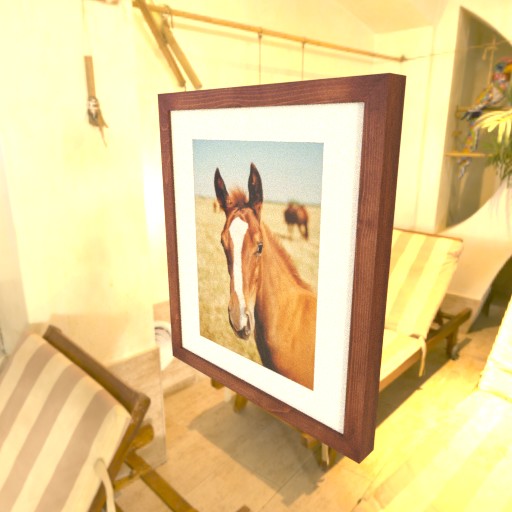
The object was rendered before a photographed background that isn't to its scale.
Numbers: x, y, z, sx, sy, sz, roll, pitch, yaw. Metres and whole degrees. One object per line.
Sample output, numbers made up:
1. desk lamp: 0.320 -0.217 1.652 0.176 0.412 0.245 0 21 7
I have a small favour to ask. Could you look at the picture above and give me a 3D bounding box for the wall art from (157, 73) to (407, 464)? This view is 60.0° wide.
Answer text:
1. wall art: 0.000 0.000 0.532 0.330 0.381 0.030 15 22 42
